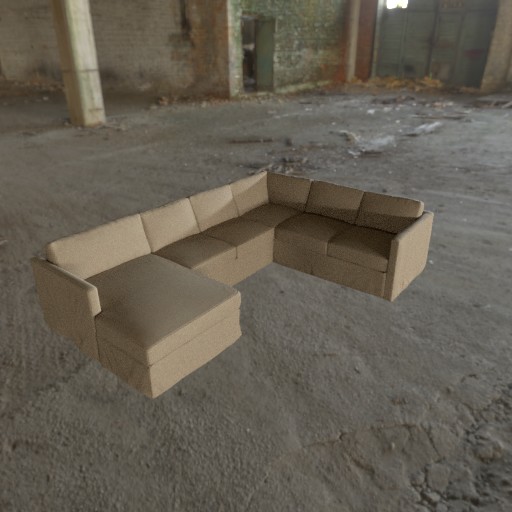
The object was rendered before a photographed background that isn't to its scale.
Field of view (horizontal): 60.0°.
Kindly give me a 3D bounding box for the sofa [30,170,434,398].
[{"bbox_3d":[0.000,0.000,4.605,2.476,0.878,3.528,19,32,34],"label":"sofa"}]
